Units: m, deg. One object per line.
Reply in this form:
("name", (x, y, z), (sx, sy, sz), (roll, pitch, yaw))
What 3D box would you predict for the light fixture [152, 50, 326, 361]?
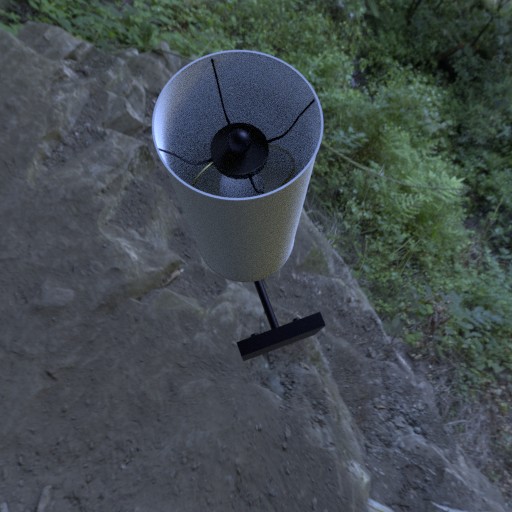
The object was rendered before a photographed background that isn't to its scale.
("light fixture", (0.000, 0.000, 0.542), (0.128, 0.462, 0.208), (-19, 75, -5))
